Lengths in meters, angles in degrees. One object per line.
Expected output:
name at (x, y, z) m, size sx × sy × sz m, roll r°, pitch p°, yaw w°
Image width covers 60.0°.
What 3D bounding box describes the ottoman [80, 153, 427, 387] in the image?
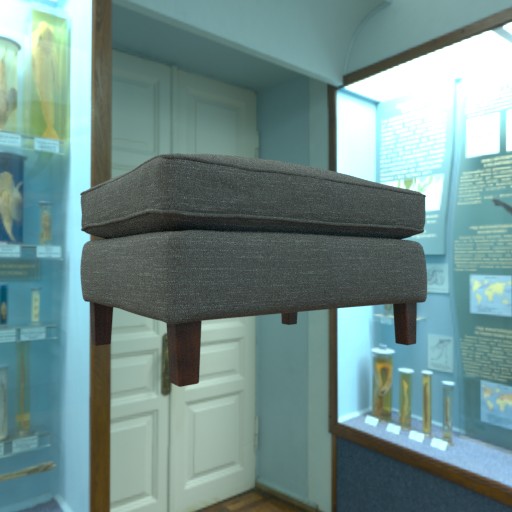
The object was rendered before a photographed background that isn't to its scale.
ottoman at (0.000, 0.000, 1.028) m, size 0.686 × 0.406 × 0.508 m, roll 1°, pitch -1°, yaw -36°
